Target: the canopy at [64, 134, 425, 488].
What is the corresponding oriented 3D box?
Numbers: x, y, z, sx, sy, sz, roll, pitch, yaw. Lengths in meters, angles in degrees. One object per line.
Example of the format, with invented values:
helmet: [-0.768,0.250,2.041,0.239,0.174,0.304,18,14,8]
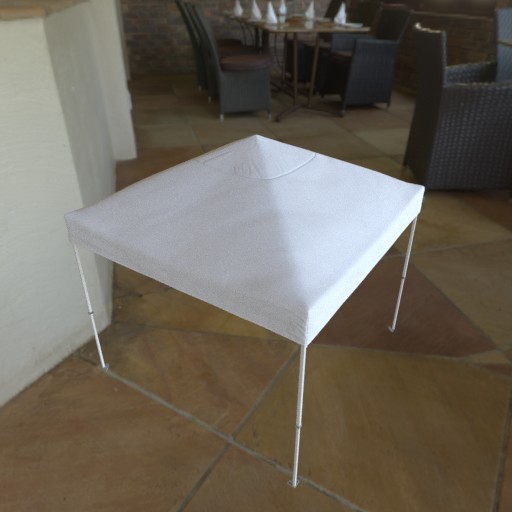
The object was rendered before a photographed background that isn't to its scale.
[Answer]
canopy: [0.000,0.000,5.460,2.996,2.997,2.998,19,36,29]
